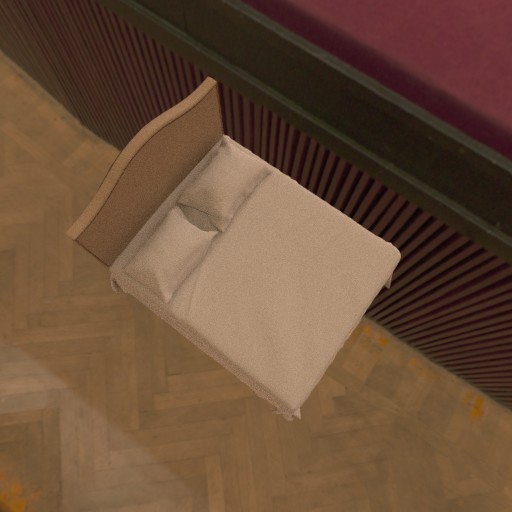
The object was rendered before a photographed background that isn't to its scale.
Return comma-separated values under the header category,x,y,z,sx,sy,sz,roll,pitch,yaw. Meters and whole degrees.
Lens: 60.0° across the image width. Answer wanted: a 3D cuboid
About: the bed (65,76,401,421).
category,x,y,z,sx,sy,sz,roll,pitch,yaw
bed,0.000,0.000,3.627,2.221,1.645,1.876,36,77,10
